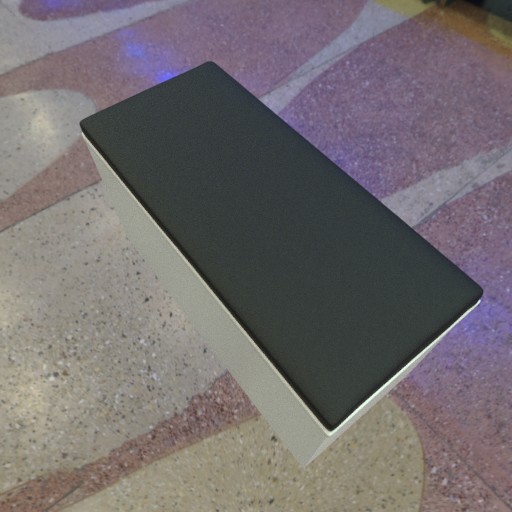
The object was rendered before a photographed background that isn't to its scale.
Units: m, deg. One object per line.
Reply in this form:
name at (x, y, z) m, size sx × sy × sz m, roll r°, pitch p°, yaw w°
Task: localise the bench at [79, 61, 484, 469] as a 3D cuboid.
bench at (0.000, 0.000, 1.150) m, size 0.401 × 0.500 × 0.899 m, roll -34°, pitch 64°, yaw -19°
